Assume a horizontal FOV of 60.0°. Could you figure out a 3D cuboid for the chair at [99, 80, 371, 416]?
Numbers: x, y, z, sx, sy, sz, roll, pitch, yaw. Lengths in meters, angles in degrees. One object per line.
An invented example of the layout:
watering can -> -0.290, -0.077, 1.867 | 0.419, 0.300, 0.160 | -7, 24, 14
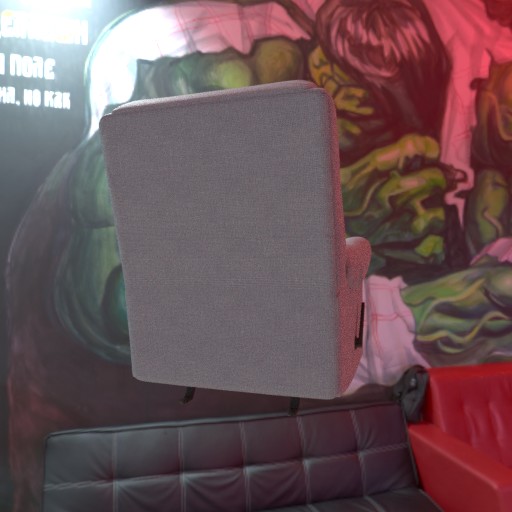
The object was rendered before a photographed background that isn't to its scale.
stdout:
chair -> 0.000, 0.000, 1.772 | 0.838, 1.054, 1.014 | 0, 0, 18
